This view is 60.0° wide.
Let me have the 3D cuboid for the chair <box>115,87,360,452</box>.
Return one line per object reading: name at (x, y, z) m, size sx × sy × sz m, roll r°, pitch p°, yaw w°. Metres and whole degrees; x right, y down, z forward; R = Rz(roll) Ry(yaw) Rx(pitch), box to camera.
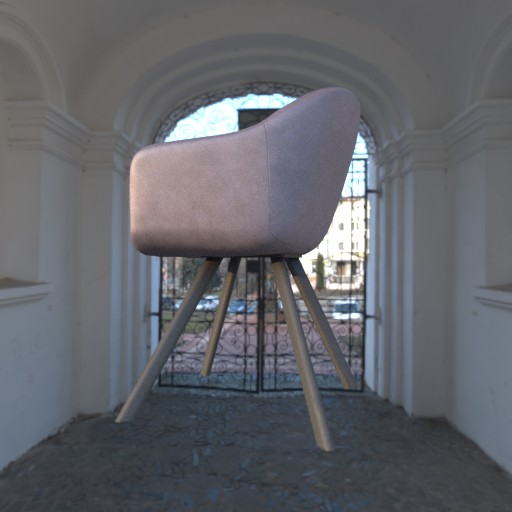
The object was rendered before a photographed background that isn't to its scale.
chair at (0.000, 0.000, 1.183) m, size 0.544 × 0.781 × 0.567 m, roll 0°, pitch -1°, yaw 19°
